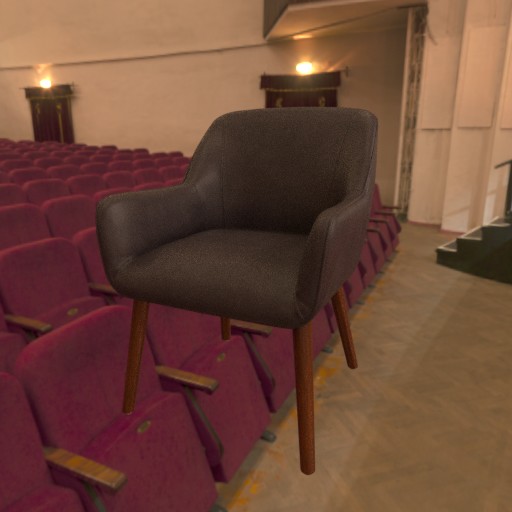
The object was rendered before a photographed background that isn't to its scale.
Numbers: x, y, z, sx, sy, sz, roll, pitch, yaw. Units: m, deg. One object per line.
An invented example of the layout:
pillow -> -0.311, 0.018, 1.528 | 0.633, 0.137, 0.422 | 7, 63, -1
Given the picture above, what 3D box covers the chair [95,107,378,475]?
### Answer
chair -> 0.000, 0.000, 1.252 | 0.610, 0.828, 0.610 | 7, 17, 25
